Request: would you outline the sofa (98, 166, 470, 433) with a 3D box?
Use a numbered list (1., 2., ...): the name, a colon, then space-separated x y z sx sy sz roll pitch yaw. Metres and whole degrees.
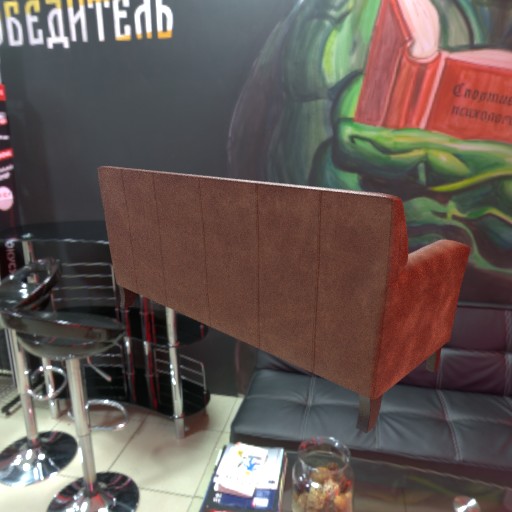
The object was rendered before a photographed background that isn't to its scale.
1. sofa: 0.000 0.000 2.513 2.053 0.947 0.805 15 21 42
